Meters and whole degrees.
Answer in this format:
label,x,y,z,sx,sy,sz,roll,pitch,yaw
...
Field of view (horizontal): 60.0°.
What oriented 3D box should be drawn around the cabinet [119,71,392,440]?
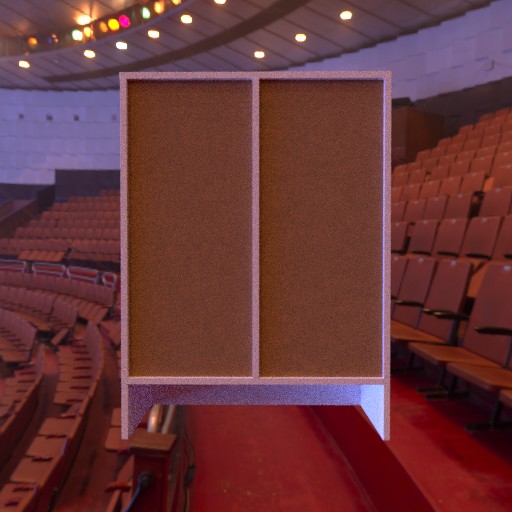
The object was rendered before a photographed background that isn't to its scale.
label,x,y,z,sx,sy,sz,roll,pitch,yaw
cabinet,0.000,0.000,1.129,0.600,0.815,0.296,0,1,0
